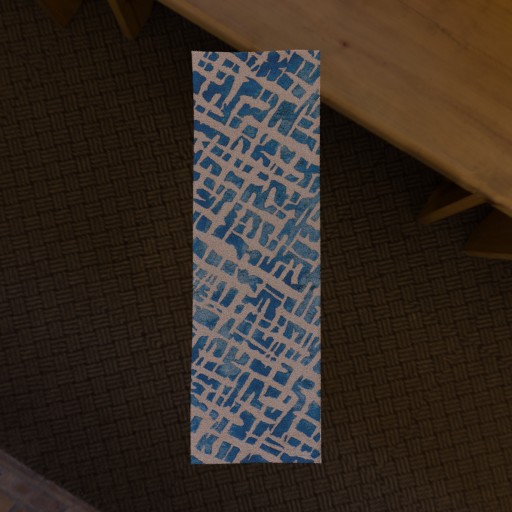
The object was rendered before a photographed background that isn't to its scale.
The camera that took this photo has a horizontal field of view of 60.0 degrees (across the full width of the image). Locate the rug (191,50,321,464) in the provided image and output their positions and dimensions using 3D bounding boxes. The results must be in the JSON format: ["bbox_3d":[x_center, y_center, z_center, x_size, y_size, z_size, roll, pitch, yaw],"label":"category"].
[{"bbox_3d":[0.000,0.000,2.622,0.768,0.011,2.446,0,90,-1],"label":"rug"}]
